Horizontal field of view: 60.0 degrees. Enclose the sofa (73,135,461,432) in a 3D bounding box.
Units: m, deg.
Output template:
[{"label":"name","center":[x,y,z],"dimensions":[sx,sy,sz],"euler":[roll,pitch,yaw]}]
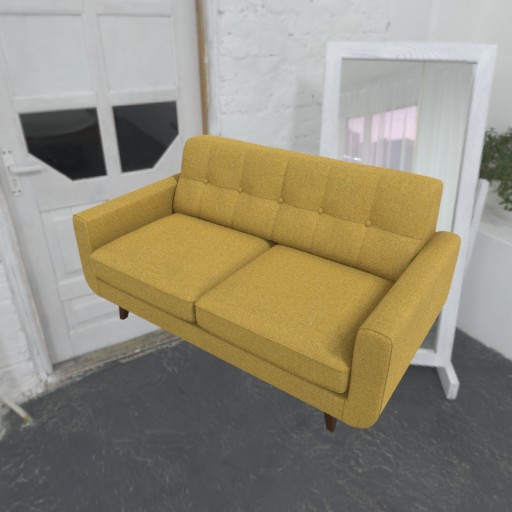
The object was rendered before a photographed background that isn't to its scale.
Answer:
[{"label":"sofa","center":[0.000,0.000,2.138],"dimensions":[1.631,0.841,0.909],"euler":[19,34,30]}]
